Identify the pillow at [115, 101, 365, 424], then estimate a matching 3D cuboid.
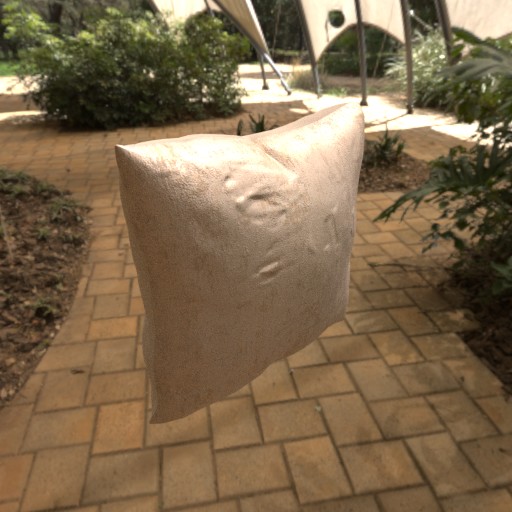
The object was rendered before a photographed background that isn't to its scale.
[{"bbox_3d":[0.000,0.000,0.732,0.450,0.448,0.245,-21,34,-34],"label":"pillow"}]
